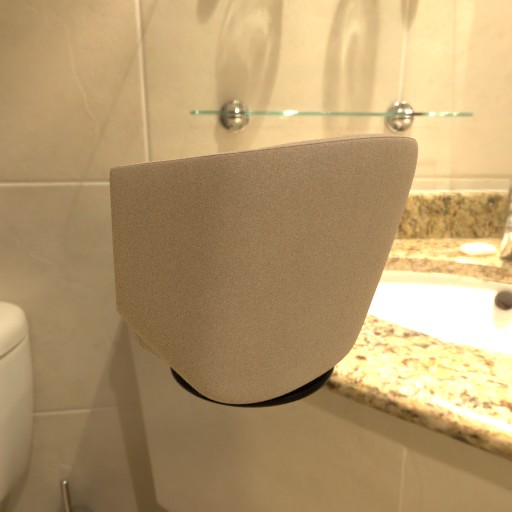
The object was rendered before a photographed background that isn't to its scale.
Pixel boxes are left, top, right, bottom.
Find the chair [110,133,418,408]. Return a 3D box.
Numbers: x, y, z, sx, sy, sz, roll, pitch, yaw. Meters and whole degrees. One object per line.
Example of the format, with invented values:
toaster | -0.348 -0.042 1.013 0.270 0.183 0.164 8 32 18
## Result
chair | 0.000 0.000 1.608 0.822 0.861 0.986 -15 22 -42
